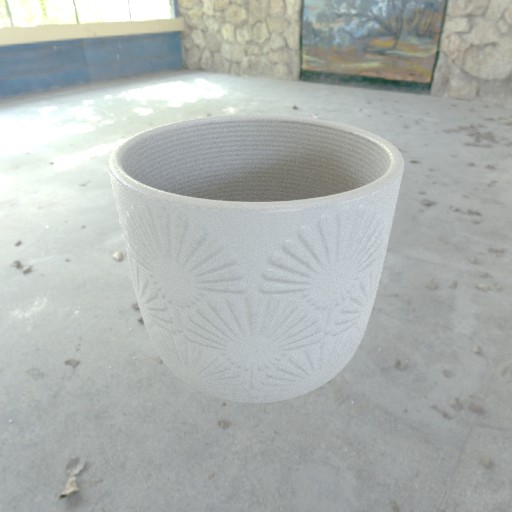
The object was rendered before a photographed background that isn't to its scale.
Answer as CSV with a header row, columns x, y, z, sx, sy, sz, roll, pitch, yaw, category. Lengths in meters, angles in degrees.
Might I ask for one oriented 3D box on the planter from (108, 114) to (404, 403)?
x,y,z,sx,sy,sz,roll,pitch,yaw,category
0.000,0.000,0.219,0.124,0.109,0.124,0,31,0,planter
